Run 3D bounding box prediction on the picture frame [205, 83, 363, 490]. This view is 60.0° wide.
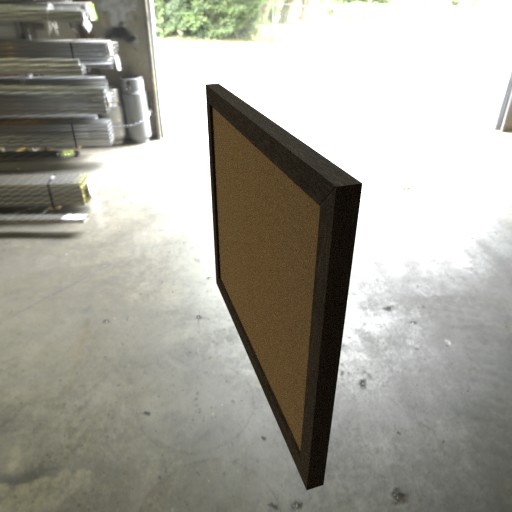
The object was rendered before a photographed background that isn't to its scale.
[{"bbox_3d":[0.000,0.000,0.736,0.026,0.455,0.546,-9,32,-15],"label":"picture frame"}]
